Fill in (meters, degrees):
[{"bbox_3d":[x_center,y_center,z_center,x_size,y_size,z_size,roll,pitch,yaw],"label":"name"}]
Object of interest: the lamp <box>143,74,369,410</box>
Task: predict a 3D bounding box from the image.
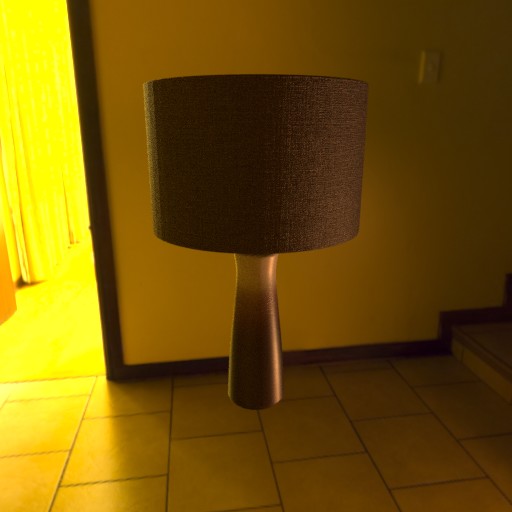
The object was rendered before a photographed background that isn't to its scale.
[{"bbox_3d":[0.000,0.000,0.681,0.303,0.488,0.303,0,16,0],"label":"lamp"}]
